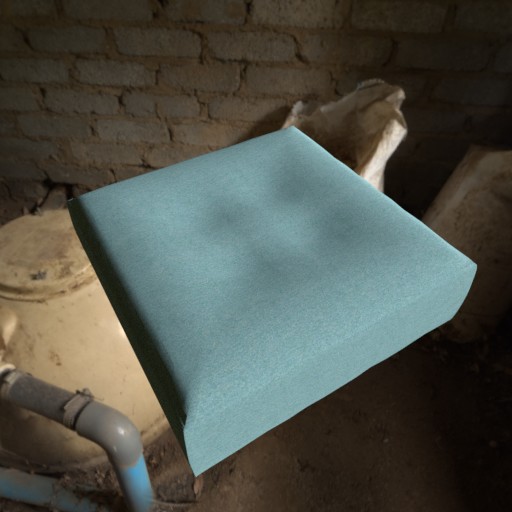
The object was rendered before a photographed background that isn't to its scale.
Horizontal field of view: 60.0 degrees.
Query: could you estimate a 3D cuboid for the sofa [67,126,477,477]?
[{"bbox_3d":[0.000,0.000,1.441,0.930,0.330,0.930,-24,50,-22],"label":"sofa"}]
